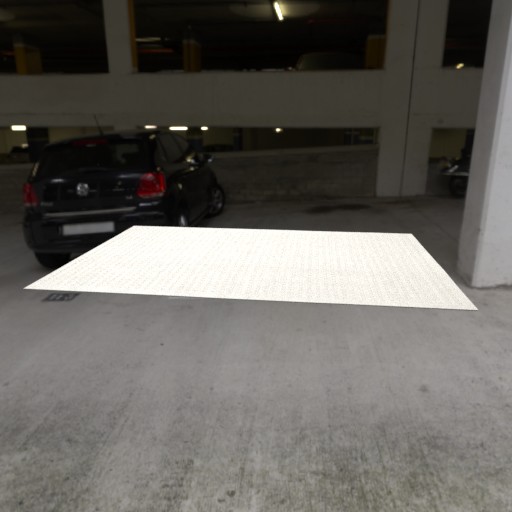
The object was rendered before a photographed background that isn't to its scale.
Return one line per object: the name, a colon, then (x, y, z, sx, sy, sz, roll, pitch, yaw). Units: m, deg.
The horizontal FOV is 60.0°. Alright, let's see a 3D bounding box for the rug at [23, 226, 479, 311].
rug: (0.000, 0.000, 2.921, 2.289, 0.006, 1.523, 2, 17, 7)
